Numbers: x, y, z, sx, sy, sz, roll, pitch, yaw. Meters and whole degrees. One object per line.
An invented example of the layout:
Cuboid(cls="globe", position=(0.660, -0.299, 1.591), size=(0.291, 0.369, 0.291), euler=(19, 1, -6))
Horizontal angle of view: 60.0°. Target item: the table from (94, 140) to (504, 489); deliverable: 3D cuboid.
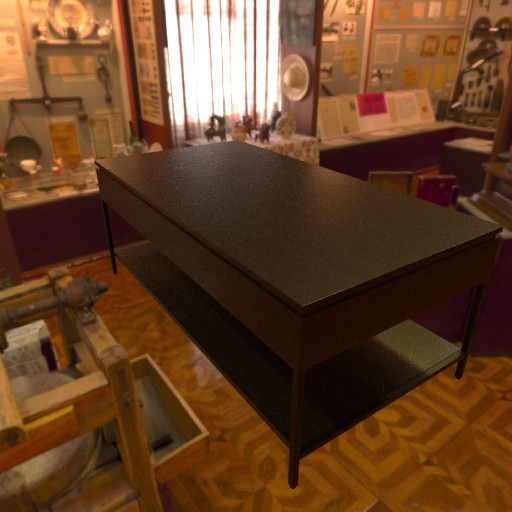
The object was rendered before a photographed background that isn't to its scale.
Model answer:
Cuboid(cls="table", position=(0.000, 0.000, 1.332), size=(0.574, 0.435, 1.095), euler=(-17, 31, -30))
